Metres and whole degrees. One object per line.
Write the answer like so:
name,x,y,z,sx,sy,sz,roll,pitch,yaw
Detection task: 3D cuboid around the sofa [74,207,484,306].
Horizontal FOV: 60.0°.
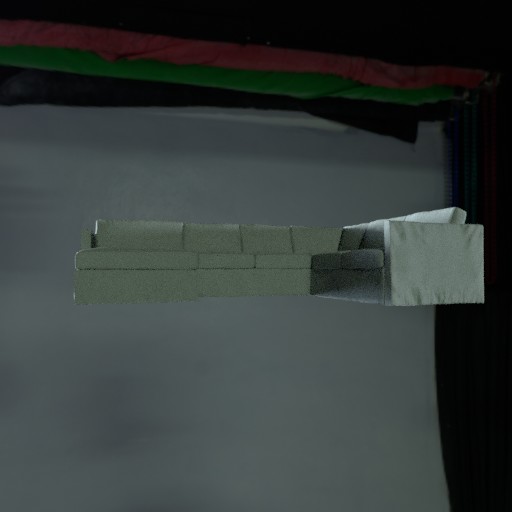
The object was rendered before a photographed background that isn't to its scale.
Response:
sofa,0.000,0.000,4.513,3.434,0.869,2.440,0,-2,-17
